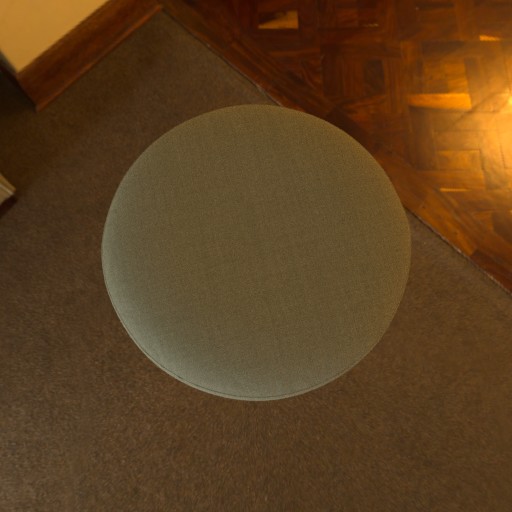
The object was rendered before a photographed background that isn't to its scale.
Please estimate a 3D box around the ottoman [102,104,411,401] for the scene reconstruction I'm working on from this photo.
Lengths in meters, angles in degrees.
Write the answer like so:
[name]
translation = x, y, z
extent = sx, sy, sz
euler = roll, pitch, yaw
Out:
[ottoman]
translation = 0.000, 0.000, 1.258
extent = 0.772, 0.460, 0.772
euler = 0, 75, 0
